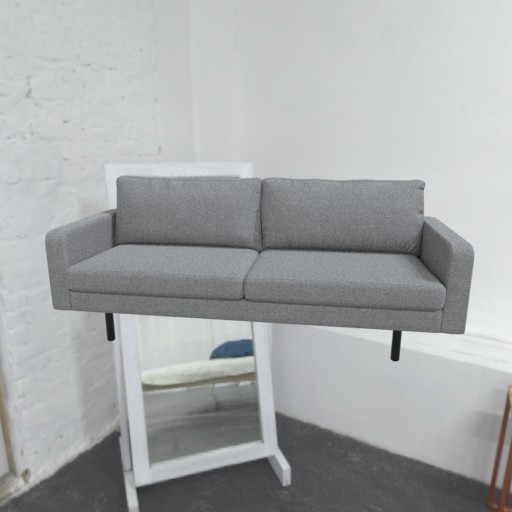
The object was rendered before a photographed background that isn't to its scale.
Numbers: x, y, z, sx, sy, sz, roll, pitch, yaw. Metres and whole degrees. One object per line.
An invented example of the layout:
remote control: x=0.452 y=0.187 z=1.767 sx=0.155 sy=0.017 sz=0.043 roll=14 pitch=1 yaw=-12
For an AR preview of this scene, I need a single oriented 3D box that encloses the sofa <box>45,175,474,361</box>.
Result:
sofa: x=0.000 y=0.000 z=2.649 sx=2.200 sy=0.880 sz=0.880 roll=2 pitch=15 yaw=8
